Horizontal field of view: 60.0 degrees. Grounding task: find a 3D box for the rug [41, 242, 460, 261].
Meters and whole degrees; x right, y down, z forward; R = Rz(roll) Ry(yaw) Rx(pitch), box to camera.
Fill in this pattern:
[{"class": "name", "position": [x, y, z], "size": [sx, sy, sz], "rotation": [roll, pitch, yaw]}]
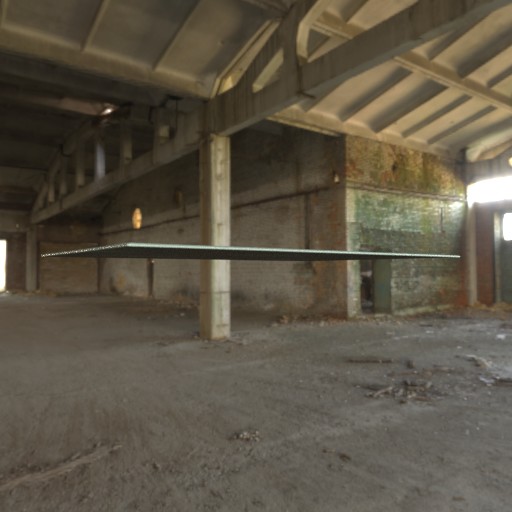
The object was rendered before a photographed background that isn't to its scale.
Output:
[{"class": "rug", "position": [0.000, 0.000, 2.329], "size": [1.840, 0.012, 1.219], "rotation": [1, -2, -37]}]
